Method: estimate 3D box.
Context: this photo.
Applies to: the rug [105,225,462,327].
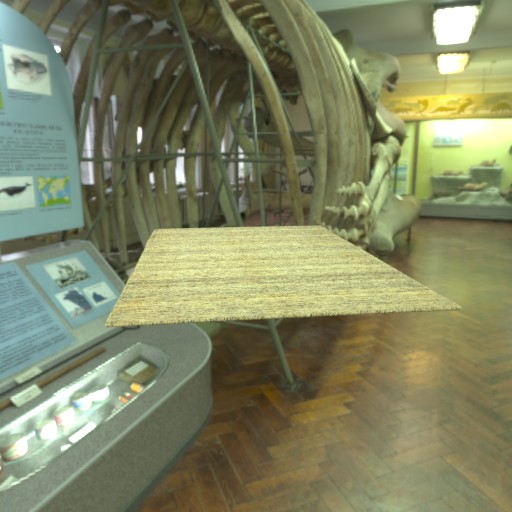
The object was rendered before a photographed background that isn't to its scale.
[{"bbox_3d":[0.000,0.000,2.388,1.243,0.014,1.846,-2,13,-7],"label":"rug"}]
